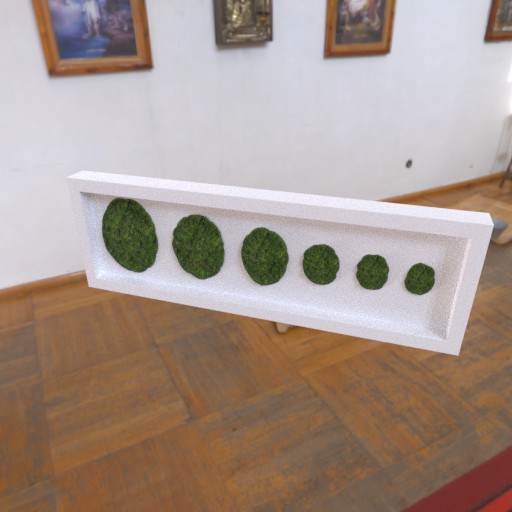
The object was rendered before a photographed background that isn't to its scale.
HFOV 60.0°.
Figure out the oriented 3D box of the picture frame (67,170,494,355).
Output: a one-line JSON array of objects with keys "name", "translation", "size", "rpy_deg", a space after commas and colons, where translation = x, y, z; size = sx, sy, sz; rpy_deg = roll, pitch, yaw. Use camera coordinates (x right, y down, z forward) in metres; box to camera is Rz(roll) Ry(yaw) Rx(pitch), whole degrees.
[{"name": "picture frame", "translation": [0.000, 0.000, 0.841], "size": [0.759, 0.250, 0.050], "rpy_deg": [8, 29, 16]}]
